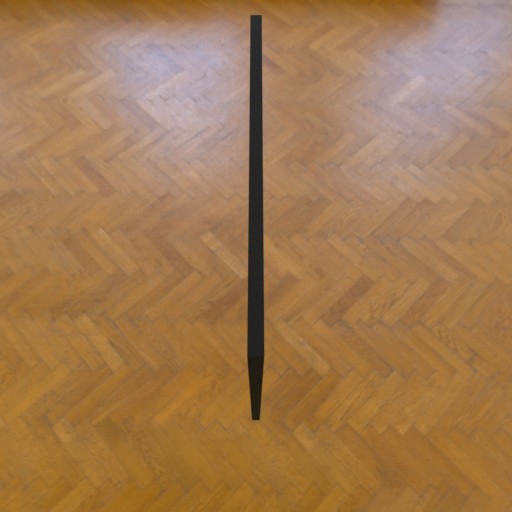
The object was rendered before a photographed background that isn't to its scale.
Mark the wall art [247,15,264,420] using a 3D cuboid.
[{"bbox_3d":[0.000,0.000,0.497,0.010,0.361,0.311,0,64,0],"label":"wall art"}]
